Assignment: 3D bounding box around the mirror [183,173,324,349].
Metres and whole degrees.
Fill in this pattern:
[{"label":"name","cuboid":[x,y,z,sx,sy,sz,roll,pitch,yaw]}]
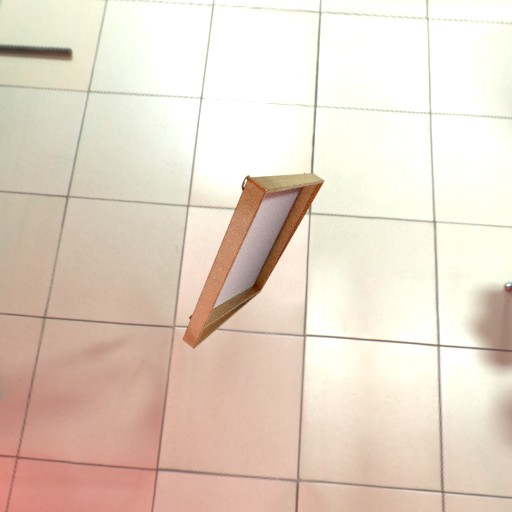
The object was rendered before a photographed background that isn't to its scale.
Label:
[{"label":"mirror","cuboid":[0.000,0.000,0.858,0.032,0.679,0.419,36,78,9]}]
